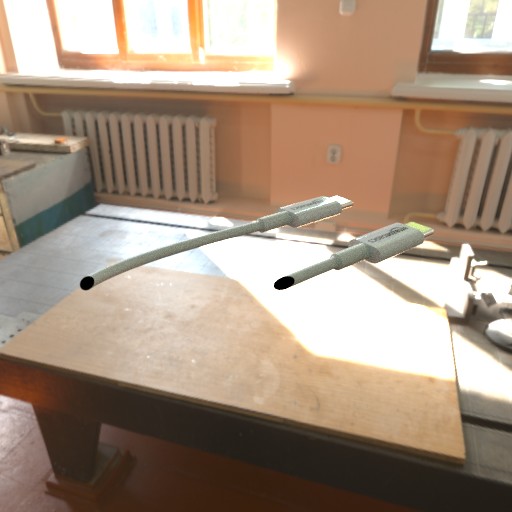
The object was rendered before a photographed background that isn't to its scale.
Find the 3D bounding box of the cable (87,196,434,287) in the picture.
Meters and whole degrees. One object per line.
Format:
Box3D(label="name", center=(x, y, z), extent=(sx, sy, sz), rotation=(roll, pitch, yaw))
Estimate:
Box3D(label="cable", center=(0.000, 0.000, 0.112), extent=(0.098, 0.005, 0.041), rotation=(-19, 32, -33))
